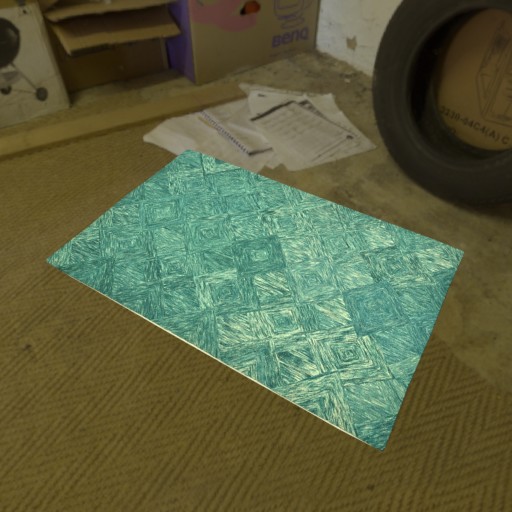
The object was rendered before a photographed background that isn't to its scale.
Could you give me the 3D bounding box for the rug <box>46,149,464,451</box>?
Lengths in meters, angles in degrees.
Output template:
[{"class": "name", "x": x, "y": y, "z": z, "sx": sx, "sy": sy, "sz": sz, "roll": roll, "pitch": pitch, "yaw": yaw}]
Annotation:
[{"class": "rug", "x": 0.000, "y": 0.000, "z": 2.173, "sx": 1.728, "sy": 0.017, "sz": 1.136, "roll": 24, "pitch": 51, "yaw": 21}]
